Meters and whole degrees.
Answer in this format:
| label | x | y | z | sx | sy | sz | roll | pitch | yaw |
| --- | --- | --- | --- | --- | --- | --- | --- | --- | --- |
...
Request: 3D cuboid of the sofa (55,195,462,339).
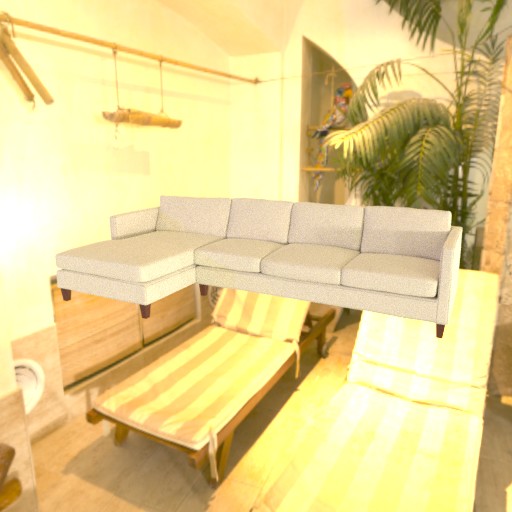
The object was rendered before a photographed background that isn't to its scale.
| label | x | y | z | sx | sy | sz | roll | pitch | yaw |
| --- | --- | --- | --- | --- | --- | --- | --- | --- | --- |
| sofa | 0.000 | 0.000 | 3.869 | 3.186 | 0.846 | 1.625 | 7 | 16 | 26 |
